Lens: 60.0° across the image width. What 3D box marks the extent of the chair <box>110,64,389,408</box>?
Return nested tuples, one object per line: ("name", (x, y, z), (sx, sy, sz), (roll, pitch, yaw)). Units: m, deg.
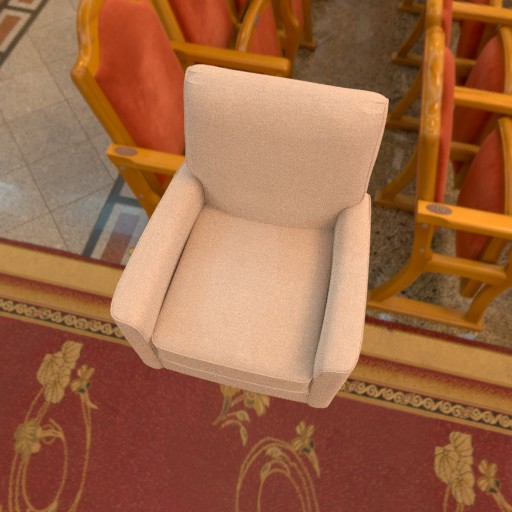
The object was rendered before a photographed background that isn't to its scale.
("chair", (0.000, 0.000, 1.679), (0.841, 1.023, 0.858), (12, 61, 7))
